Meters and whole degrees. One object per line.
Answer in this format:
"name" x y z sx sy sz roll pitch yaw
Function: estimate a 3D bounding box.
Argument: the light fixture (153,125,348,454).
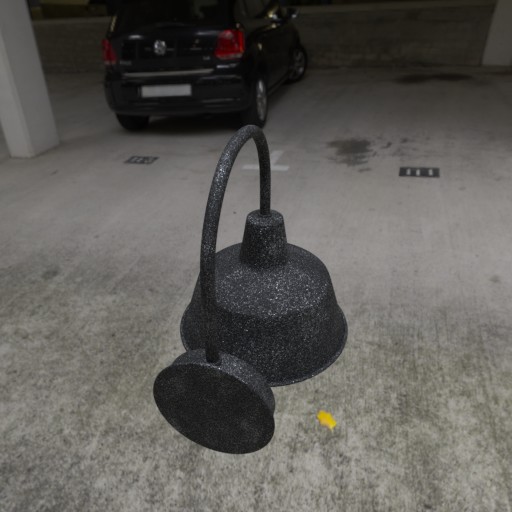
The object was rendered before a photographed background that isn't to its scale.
"light fixture" 0.000 0.000 0.484 0.216 0.300 0.283 10 34 14
